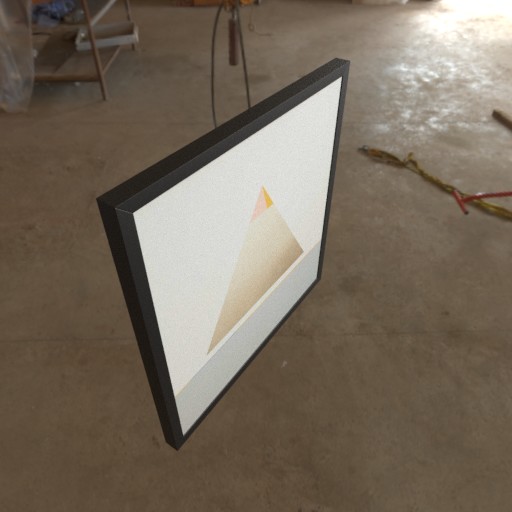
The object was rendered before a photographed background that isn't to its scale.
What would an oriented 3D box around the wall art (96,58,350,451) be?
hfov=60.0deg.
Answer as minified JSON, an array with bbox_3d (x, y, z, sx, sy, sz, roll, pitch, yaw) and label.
[{"bbox_3d":[0.000,0.000,0.757,0.028,0.511,0.513,25,47,25],"label":"wall art"}]
